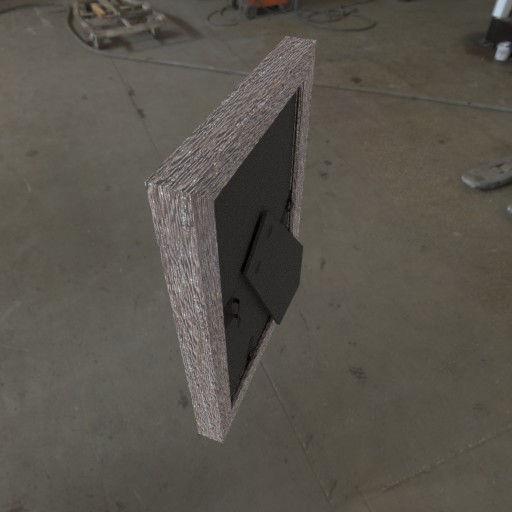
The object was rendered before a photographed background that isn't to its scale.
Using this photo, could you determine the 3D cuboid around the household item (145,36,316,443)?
[{"bbox_3d":[0.000,0.000,0.239,0.020,0.180,0.133,16,47,15],"label":"household item"}]
